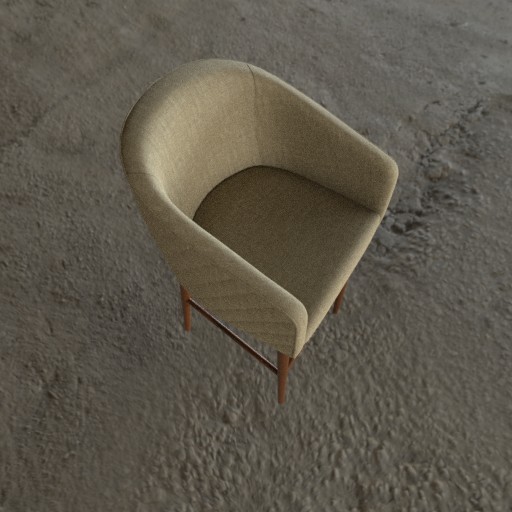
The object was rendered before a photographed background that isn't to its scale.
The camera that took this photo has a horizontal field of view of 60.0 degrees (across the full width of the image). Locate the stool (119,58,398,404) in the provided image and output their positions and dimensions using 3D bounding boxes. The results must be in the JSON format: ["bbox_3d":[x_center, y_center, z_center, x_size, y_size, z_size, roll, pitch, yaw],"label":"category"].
[{"bbox_3d":[0.000,0.000,1.449,0.607,1.078,0.559,29,63,17],"label":"stool"}]
